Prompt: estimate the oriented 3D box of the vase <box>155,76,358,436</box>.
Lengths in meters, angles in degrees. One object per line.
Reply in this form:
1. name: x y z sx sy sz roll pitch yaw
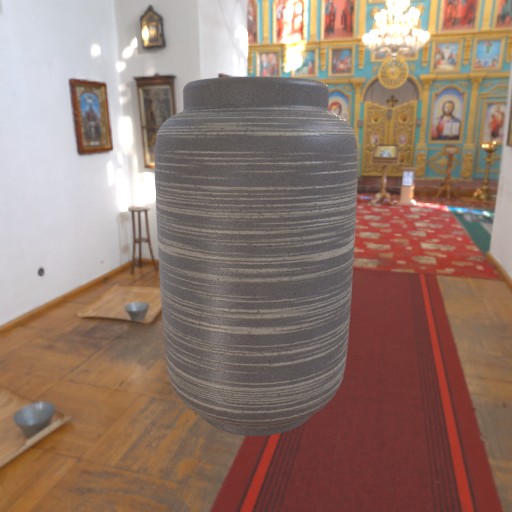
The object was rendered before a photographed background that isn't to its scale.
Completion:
1. vase: 0.000 0.000 0.690 0.297 0.499 0.297 0 15 0
